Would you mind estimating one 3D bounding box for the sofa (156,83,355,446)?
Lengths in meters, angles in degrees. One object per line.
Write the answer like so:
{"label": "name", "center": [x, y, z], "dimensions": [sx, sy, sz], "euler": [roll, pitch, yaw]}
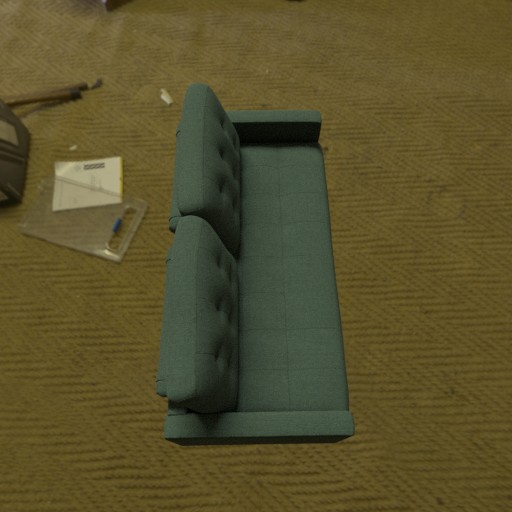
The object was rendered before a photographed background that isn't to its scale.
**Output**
{"label": "sofa", "center": [0.000, 0.000, 2.609], "dimensions": [0.966, 1.050, 2.010], "euler": [-1, 64, 0]}
